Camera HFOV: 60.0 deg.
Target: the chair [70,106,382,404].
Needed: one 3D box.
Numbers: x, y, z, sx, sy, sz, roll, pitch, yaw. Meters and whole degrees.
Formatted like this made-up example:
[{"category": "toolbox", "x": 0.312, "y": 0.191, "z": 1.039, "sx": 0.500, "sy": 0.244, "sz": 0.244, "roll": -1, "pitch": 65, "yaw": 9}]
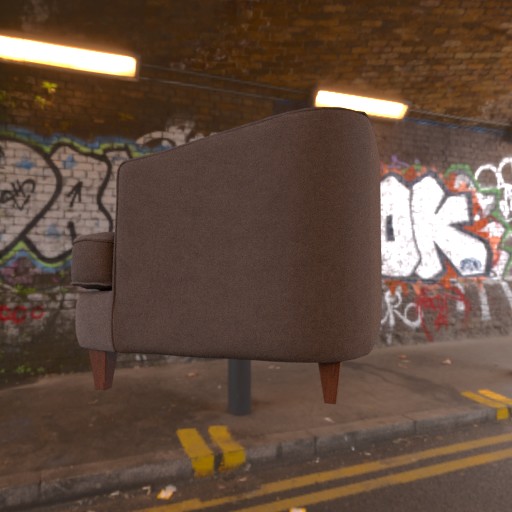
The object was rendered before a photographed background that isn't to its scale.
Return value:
[{"category": "chair", "x": 0.000, "y": 0.000, "z": 1.755, "sx": 0.941, "sy": 0.852, "sz": 1.104, "roll": 0, "pitch": -1, "yaw": 18}]
